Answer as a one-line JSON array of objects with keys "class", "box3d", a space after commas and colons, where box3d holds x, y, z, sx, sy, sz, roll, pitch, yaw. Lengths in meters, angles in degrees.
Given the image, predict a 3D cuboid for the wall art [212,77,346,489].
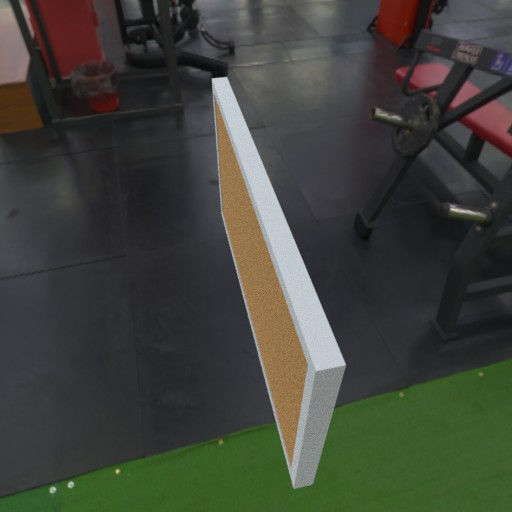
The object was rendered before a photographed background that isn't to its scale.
[{"class": "wall art", "box3d": [0.000, 0.000, 0.957, 0.038, 0.431, 0.812, -9, 46, -9]}]
